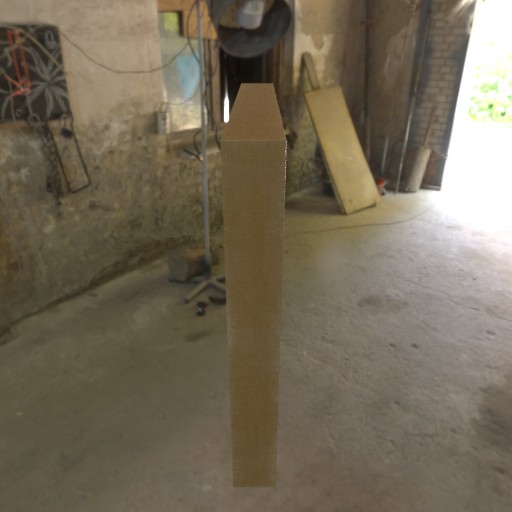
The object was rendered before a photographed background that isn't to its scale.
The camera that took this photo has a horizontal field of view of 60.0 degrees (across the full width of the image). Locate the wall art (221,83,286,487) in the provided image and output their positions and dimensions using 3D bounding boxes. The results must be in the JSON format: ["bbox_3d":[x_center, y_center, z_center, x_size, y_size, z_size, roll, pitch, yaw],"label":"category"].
[{"bbox_3d":[0.000,0.000,0.460,0.038,0.305,0.306,0,27,0],"label":"wall art"}]
